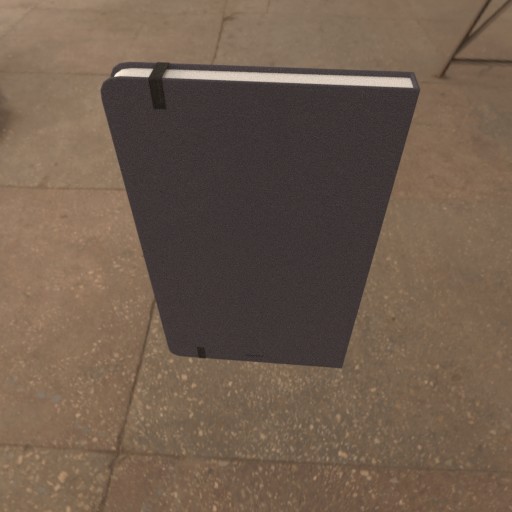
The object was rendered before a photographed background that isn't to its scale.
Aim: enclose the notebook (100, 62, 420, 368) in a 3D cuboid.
[{"bbox_3d":[0.000,0.000,0.255,0.127,0.213,0.016,3,47,3],"label":"notebook"}]
